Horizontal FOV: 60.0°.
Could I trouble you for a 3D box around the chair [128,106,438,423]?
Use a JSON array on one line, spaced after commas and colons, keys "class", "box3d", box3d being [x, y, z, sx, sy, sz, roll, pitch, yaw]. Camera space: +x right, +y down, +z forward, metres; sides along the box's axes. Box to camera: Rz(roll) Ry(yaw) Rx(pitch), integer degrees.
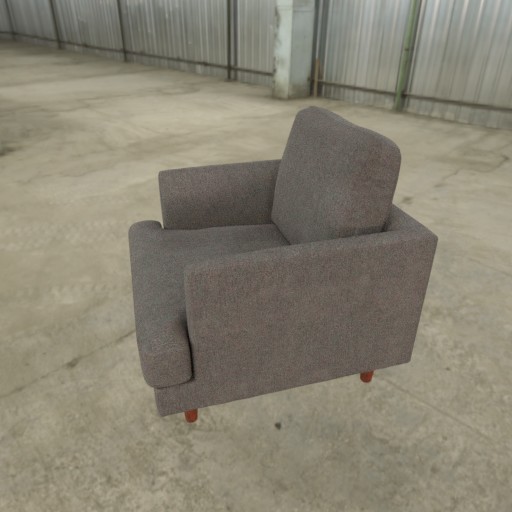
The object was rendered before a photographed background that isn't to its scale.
[{"class": "chair", "box3d": [0.000, 0.000, 1.640, 0.899, 0.957, 0.858, -8, 31, -14]}]
